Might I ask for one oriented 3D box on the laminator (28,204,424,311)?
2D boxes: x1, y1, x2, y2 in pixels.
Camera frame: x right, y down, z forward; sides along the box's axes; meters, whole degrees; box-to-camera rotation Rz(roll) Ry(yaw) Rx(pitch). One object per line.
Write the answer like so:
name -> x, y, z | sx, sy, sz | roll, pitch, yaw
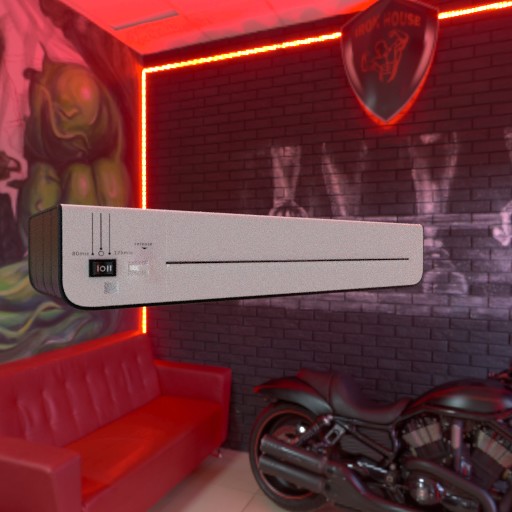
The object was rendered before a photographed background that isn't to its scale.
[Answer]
laminator -> 0.000, 0.000, 0.386 | 0.340, 0.062, 0.123 | 0, 1, -35
